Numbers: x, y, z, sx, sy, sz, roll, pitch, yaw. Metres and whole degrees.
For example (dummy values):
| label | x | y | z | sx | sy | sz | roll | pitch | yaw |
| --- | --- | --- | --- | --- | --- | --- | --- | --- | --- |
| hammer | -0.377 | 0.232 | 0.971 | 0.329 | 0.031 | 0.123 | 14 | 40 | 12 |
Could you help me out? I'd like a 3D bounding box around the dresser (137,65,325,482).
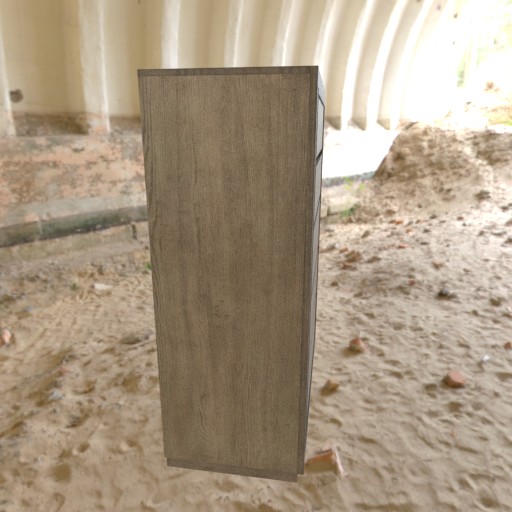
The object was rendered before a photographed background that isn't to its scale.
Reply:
| label | x | y | z | sx | sy | sz | roll | pitch | yaw |
| --- | --- | --- | --- | --- | --- | --- | --- | --- | --- |
| dresser | 0.000 | 0.000 | 1.786 | 0.483 | 1.295 | 0.967 | 3 | 17 | 9 |
